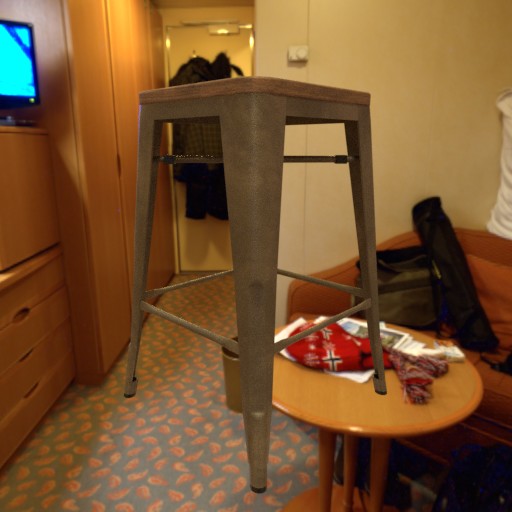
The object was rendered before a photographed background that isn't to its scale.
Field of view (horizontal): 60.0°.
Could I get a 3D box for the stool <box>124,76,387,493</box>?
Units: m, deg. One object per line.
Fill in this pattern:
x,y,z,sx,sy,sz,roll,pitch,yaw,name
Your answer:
0.000,0.000,0.877,0.407,0.607,0.407,13,19,42,stool
